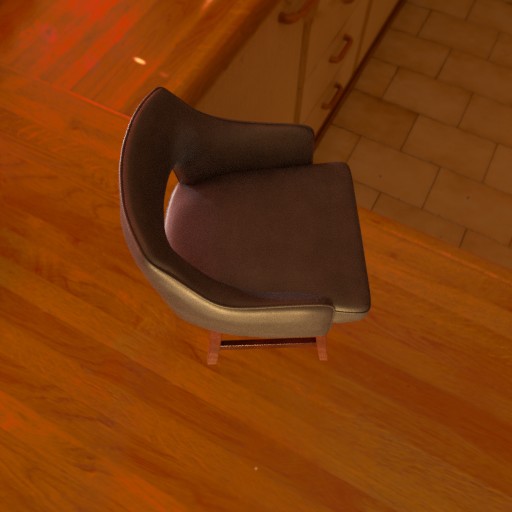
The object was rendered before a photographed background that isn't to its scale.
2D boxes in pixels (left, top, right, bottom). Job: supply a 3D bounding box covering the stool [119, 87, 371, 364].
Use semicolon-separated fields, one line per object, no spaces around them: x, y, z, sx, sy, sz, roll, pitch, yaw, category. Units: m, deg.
0.000;0.000;1.299;0.560;0.936;0.550;-2;64;-1;stool
